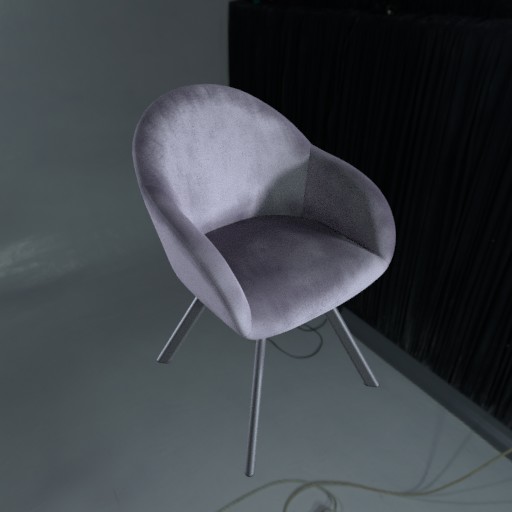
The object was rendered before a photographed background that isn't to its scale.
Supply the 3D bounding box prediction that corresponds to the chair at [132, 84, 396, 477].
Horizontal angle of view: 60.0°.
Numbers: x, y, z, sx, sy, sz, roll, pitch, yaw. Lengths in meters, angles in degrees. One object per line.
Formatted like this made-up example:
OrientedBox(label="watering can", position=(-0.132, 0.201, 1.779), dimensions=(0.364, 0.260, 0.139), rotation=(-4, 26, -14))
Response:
OrientedBox(label="chair", position=(0.000, 0.000, 1.192), dimensions=(0.550, 0.795, 0.590), rotation=(-21, 37, -31))
